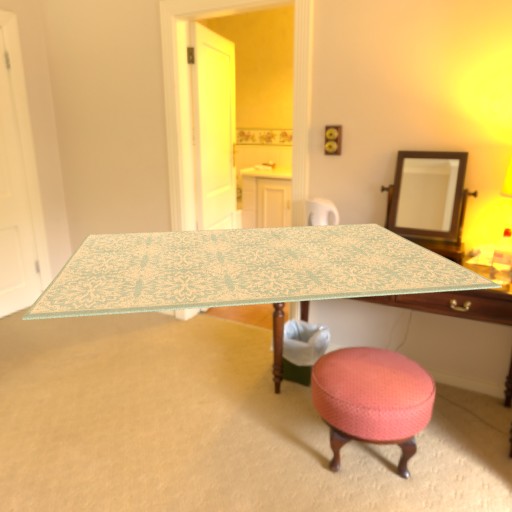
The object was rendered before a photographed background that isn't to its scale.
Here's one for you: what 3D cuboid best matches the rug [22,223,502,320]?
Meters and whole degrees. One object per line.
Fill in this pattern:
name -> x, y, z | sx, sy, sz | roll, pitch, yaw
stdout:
rug -> 0.000, 0.000, 3.343 | 2.746, 0.018, 1.819 | -3, 17, -9
